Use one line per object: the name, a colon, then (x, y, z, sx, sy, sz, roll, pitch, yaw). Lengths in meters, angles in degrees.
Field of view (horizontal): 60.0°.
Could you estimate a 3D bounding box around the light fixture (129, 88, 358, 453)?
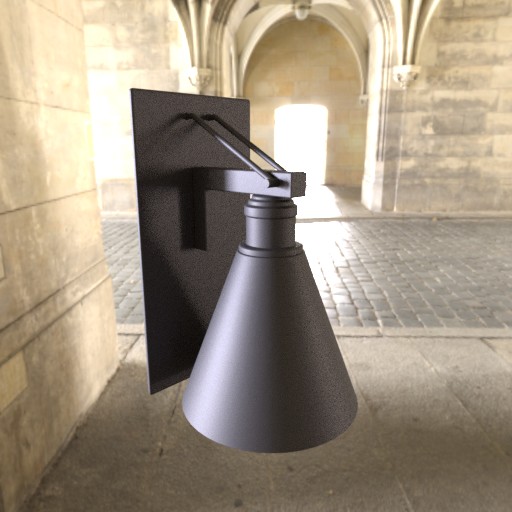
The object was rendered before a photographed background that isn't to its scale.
light fixture: (0.000, 0.000, 0.416, 0.207, 0.298, 0.170, 13, 19, 43)
